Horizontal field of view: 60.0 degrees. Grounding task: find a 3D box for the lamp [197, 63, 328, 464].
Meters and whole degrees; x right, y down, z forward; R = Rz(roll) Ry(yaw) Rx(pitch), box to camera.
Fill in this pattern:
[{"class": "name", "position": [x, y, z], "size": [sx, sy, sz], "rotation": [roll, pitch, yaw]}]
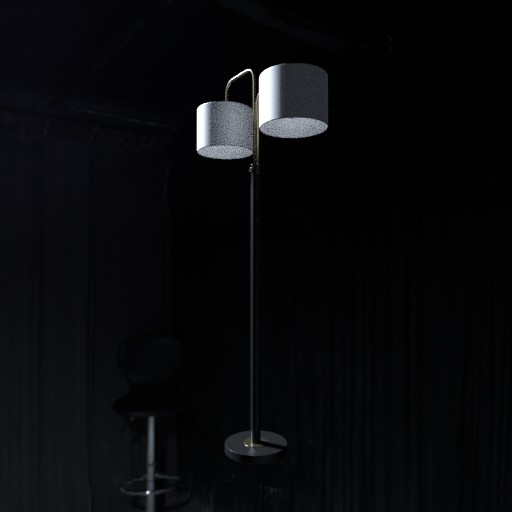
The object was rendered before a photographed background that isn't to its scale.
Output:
[{"class": "lamp", "position": [0.000, 0.000, 1.823], "size": [0.254, 1.587, 0.711], "rotation": [1, -1, -37]}]
